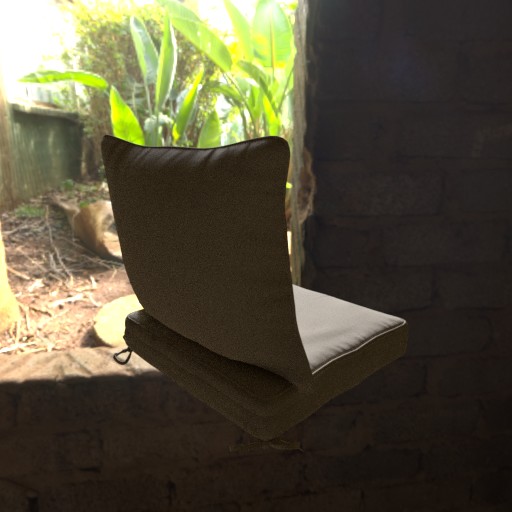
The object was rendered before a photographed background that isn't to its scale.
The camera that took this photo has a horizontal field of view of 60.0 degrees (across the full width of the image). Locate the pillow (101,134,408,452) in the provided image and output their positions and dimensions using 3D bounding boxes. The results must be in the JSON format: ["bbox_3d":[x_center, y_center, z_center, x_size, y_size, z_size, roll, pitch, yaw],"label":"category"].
[{"bbox_3d":[0.000,0.000,1.355,0.733,0.716,0.798,-14,21,-41],"label":"pillow"}]
